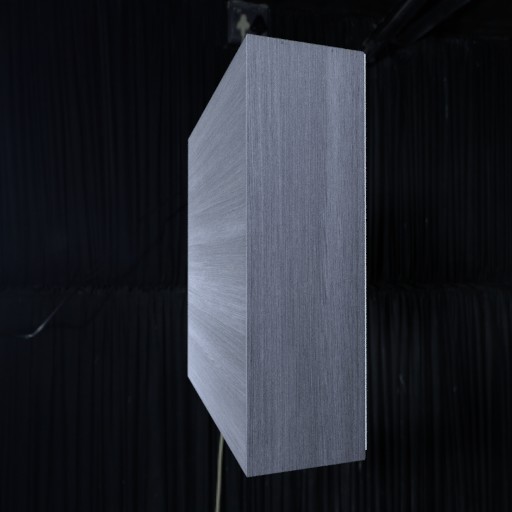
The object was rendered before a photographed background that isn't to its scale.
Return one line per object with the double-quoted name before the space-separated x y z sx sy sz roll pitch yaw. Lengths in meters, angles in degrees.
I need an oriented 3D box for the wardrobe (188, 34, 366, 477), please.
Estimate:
"wardrobe" 0.000 0.000 2.896 0.629 1.960 1.780 0 -1 -17
